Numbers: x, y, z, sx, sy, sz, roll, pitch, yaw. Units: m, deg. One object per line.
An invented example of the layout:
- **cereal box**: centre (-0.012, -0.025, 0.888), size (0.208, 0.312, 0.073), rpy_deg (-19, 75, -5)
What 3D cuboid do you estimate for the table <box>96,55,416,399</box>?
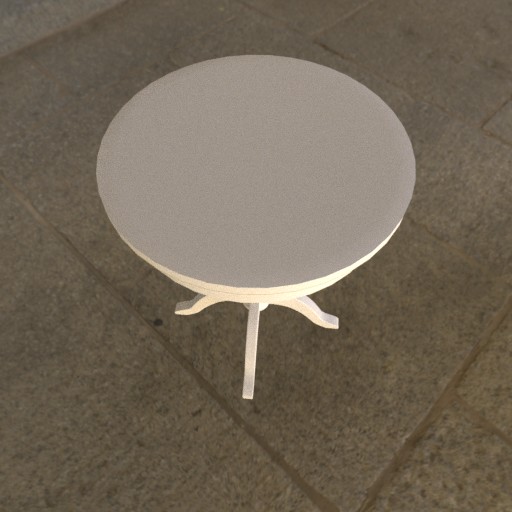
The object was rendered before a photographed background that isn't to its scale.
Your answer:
- **table**: centre (0.000, 0.000, 0.998), size (0.513, 0.653, 0.513), rpy_deg (0, 58, 0)
